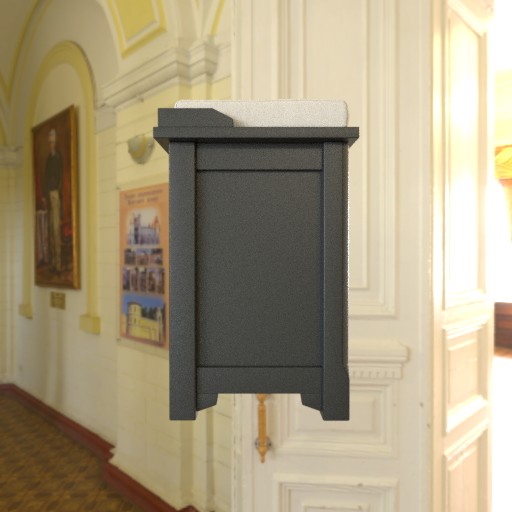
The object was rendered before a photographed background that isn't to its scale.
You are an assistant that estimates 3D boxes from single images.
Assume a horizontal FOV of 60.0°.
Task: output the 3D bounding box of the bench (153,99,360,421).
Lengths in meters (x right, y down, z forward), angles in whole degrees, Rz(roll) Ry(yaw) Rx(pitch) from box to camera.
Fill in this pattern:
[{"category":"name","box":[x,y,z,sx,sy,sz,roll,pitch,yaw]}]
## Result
[{"category":"bench","box":[0.000,0.000,1.226,0.345,0.561,0.973,0,1,0]}]
